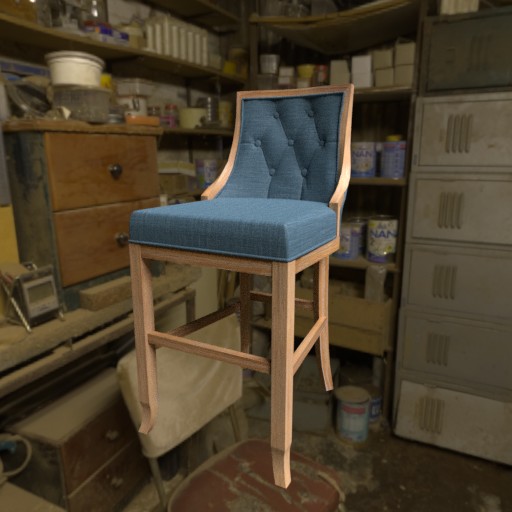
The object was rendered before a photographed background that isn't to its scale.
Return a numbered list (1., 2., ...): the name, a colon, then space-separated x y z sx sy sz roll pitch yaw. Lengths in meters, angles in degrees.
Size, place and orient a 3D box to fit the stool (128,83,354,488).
1. stool: 0.000 0.000 1.453 0.524 1.101 0.626 7 15 28
